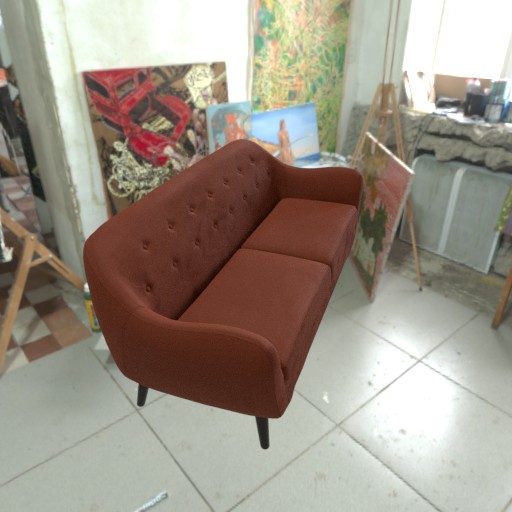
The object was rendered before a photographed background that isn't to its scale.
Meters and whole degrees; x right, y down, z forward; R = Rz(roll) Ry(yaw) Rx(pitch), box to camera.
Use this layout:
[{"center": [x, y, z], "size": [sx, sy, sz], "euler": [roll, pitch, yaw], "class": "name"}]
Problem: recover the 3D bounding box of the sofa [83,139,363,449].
[{"center": [0.000, 0.000, 2.314], "size": [0.820, 0.836, 1.840], "euler": [11, 31, 18], "class": "sofa"}]
